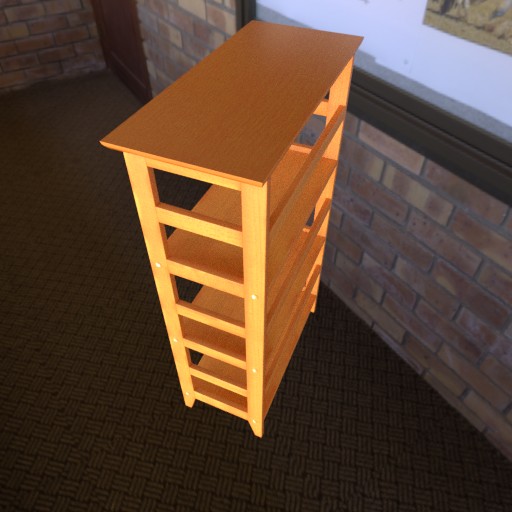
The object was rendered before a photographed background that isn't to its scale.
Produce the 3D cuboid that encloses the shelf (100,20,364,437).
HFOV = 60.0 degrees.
[{"bbox_3d":[0.000,0.000,1.317,0.305,1.067,0.660,17,48,16],"label":"shelf"}]
